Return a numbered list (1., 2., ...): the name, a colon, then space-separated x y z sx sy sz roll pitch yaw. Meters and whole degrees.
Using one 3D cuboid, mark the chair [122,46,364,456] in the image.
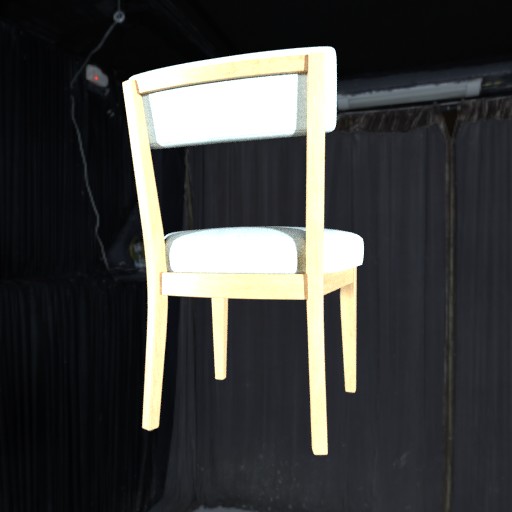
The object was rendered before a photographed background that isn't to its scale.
1. chair: 0.000 0.000 1.164 0.508 0.832 0.572 0 0 19
